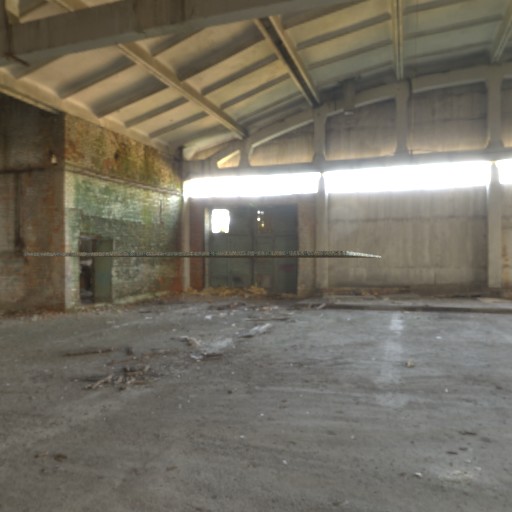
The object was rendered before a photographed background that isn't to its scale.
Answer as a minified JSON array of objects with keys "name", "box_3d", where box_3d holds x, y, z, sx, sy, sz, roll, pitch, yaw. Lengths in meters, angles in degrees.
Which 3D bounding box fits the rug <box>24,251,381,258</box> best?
[{"name":"rug","box_3d":[0.000,0.000,3.020,1.524,0.015,2.439,0,0,19]}]
